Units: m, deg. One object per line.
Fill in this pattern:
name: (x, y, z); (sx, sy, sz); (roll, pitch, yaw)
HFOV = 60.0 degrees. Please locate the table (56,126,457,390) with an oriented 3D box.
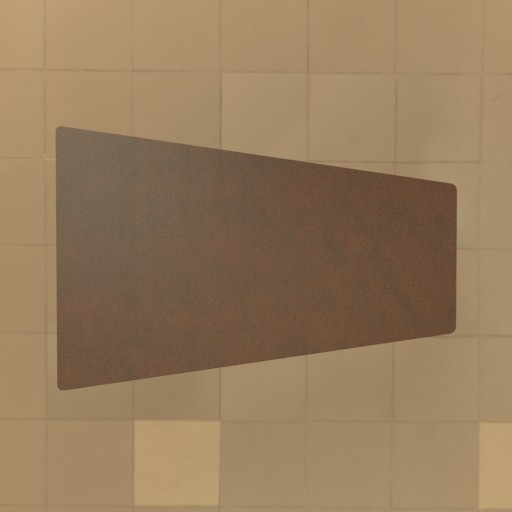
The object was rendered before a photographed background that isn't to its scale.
table: (0.000, 0.000, 0.963); (0.605, 0.589, 0.399); (0, 91, 0)
